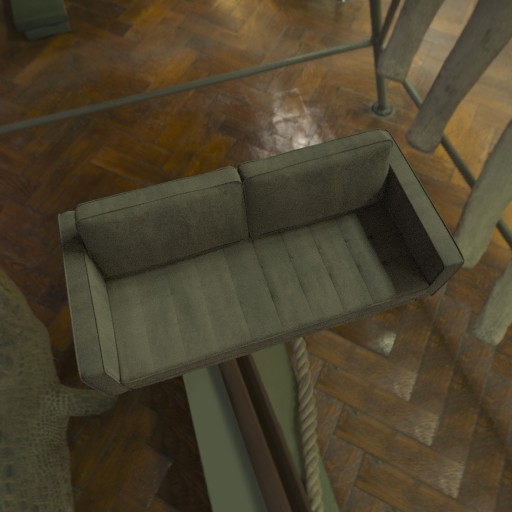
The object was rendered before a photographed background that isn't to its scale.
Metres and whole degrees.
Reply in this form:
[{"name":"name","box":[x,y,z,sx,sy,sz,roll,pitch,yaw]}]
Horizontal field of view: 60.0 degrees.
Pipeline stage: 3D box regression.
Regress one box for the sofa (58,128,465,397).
[{"name":"sofa","box":[0.000,0.000,2.423,1.920,0.825,0.924,-16,64,-8]}]
